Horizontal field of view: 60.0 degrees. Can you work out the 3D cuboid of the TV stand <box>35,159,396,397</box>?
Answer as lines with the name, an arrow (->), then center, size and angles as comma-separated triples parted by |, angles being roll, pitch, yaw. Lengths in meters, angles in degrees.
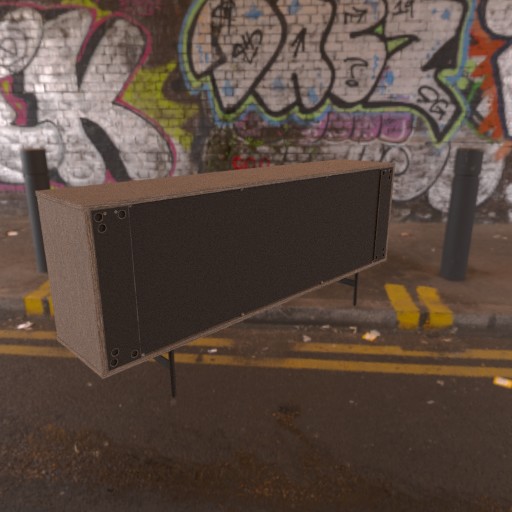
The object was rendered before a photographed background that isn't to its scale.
TV stand -> 0.000, 0.000, 2.134 | 1.804, 0.787, 0.405 | -16, 24, -42
